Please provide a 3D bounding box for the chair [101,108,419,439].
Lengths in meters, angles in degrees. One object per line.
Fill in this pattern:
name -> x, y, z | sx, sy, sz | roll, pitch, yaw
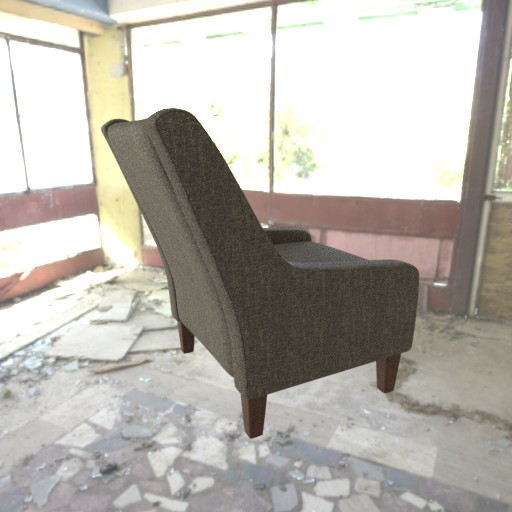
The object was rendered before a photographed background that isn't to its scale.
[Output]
chair -> 0.000, 0.000, 1.695 | 0.944, 1.012, 0.793 | -8, 17, -27
